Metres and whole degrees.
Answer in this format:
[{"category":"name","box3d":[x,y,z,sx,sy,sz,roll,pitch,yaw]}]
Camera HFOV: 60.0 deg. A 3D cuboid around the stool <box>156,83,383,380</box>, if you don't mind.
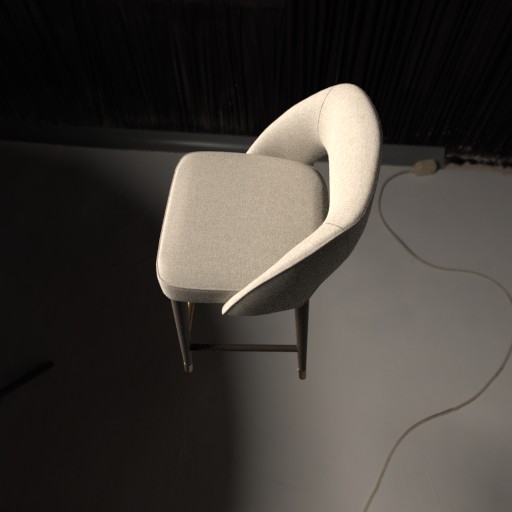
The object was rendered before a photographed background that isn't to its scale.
[{"category":"stool","box3d":[0.000,0.000,1.335,0.509,1.037,0.494,3,60,2]}]
